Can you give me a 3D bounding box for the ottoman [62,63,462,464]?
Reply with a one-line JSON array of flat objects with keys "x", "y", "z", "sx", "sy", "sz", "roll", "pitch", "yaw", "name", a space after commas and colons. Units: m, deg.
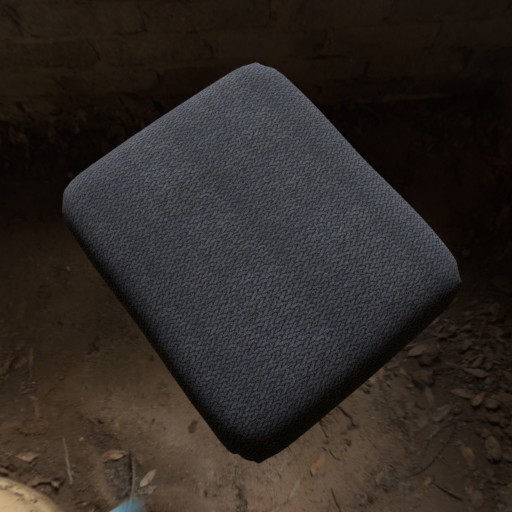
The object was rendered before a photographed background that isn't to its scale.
[{"x": 0.000, "y": 0.000, "z": 1.097, "sx": 0.622, "sy": 0.450, "sz": 0.747, "roll": -37, "pitch": 78, "yaw": -9, "name": "ottoman"}]
